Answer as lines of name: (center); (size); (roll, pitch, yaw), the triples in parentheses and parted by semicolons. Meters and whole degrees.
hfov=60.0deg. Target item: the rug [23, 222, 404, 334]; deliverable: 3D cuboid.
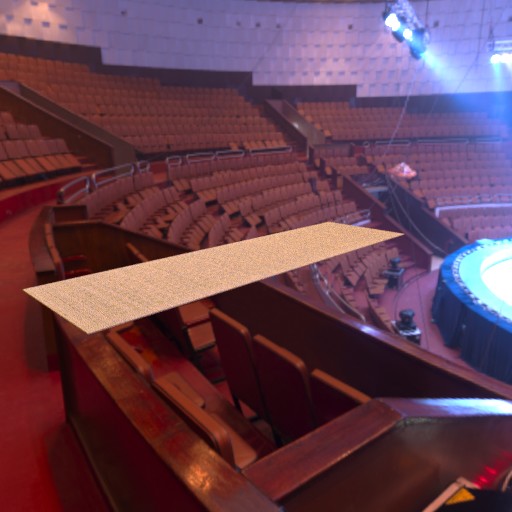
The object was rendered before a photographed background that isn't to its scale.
rug: (0.000, 0.000, 2.695); (0.686, 0.006, 2.437); (15, 21, 43)
